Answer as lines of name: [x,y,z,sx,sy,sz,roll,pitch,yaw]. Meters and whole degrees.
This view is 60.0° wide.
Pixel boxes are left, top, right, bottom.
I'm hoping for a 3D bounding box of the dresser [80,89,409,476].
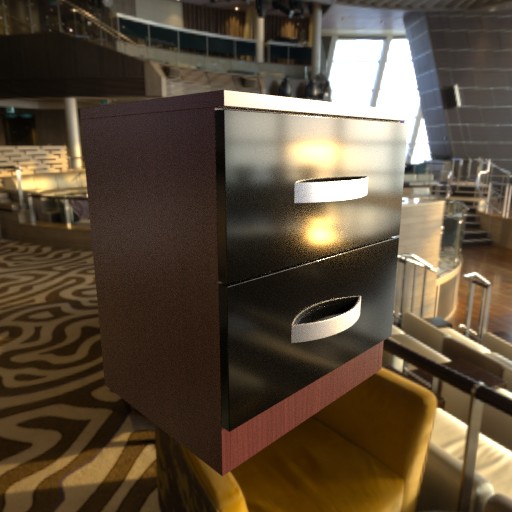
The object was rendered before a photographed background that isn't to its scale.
dresser: [0.000,0.000,0.746,0.360,0.470,0.400,14,19,43]
